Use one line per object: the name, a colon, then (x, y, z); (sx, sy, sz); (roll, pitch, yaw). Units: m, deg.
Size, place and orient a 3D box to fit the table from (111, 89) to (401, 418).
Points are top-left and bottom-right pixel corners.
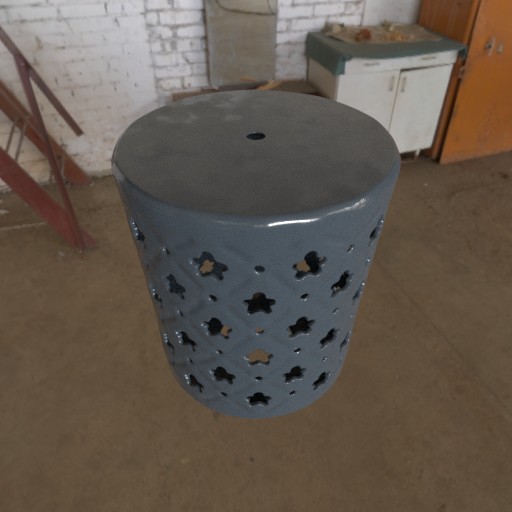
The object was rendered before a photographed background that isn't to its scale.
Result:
table: (0.000, 0.000, 0.669); (0.352, 0.387, 0.352); (0, 40, 0)
